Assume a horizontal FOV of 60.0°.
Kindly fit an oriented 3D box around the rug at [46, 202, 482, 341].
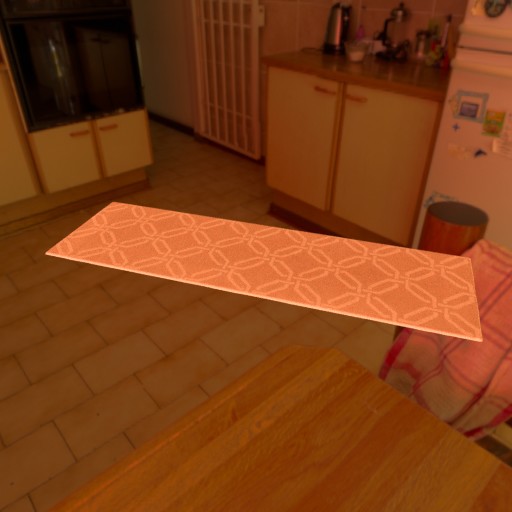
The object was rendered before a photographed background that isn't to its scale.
[{"bbox_3d":[0.000,0.000,2.476,2.276,0.014,0.678,10,35,15],"label":"rug"}]
